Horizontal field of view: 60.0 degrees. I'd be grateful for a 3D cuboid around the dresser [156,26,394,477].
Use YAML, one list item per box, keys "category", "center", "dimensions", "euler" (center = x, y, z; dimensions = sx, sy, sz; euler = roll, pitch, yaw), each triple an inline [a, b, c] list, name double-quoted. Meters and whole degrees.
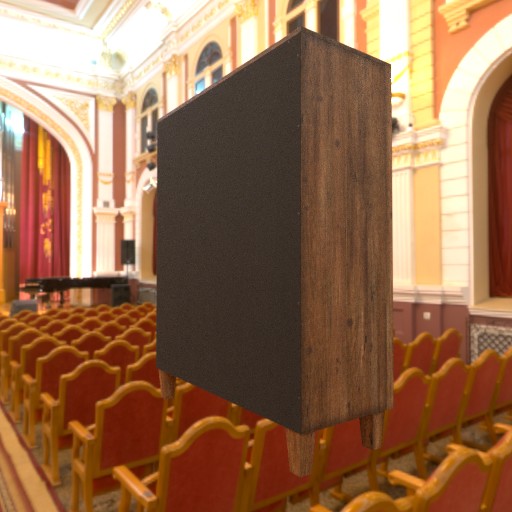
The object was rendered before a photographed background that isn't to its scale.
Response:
- category: "dresser"
  center: [0.000, 0.000, 1.877]
  dimensions: [0.438, 1.359, 1.067]
  euler: [1, -2, -36]
